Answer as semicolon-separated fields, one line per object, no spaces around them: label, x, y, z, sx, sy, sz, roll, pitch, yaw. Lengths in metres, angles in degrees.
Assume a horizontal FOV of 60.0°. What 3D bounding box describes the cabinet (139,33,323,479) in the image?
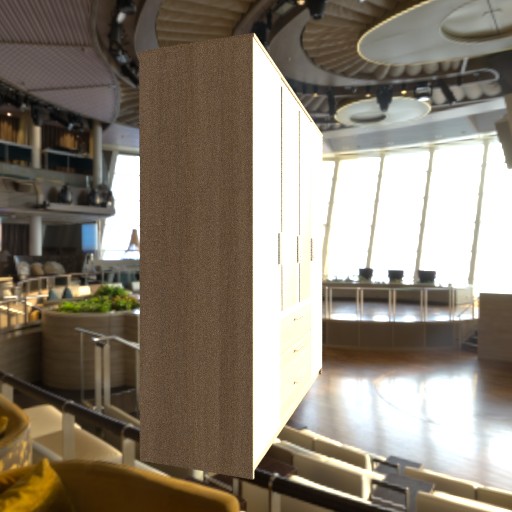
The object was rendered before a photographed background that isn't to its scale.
cabinet;0.000;0.000;3.020;0.620;2.060;1.870;0;0;18
